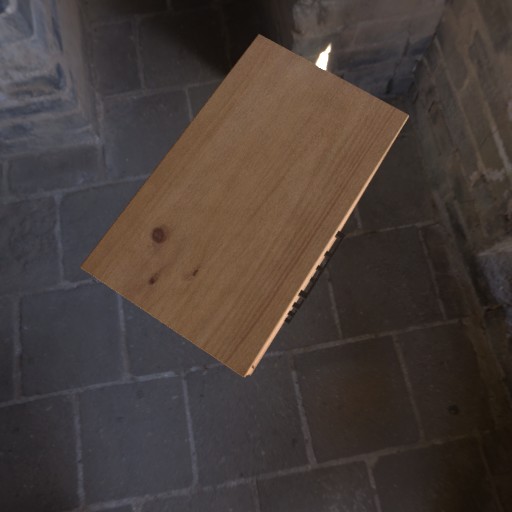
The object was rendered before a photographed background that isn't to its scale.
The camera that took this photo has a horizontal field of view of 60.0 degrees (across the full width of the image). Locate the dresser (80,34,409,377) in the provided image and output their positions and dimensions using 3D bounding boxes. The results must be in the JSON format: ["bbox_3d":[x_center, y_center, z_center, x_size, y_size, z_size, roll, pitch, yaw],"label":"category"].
[{"bbox_3d":[0.000,0.000,1.660,0.479,1.240,0.761,32,78,8],"label":"dresser"}]
